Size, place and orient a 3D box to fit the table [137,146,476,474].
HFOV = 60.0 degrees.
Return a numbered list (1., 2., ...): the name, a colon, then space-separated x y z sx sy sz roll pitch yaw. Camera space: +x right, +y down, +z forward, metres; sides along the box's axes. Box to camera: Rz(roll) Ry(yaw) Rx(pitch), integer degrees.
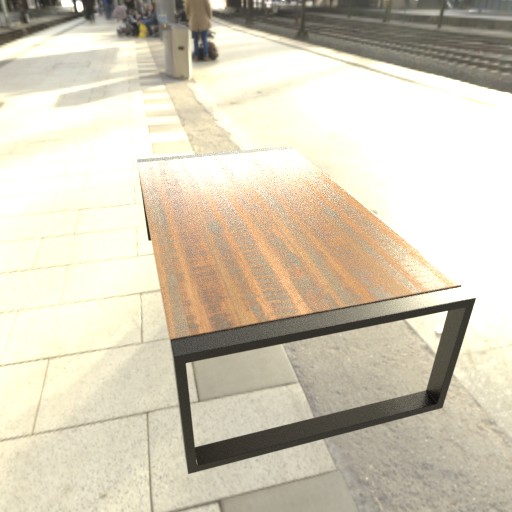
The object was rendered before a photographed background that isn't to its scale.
1. table: 0.000 0.000 1.671 0.750 0.400 1.350 -8 31 -14
